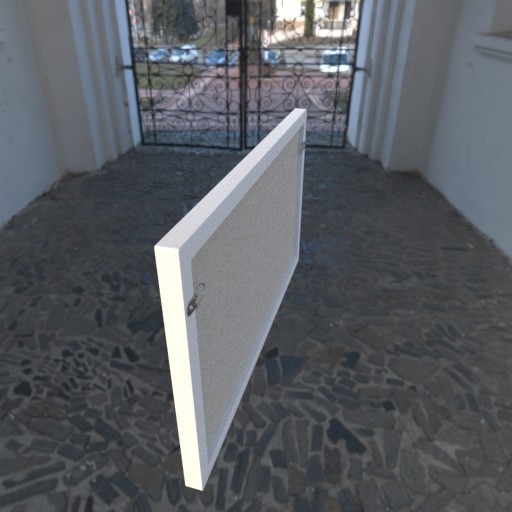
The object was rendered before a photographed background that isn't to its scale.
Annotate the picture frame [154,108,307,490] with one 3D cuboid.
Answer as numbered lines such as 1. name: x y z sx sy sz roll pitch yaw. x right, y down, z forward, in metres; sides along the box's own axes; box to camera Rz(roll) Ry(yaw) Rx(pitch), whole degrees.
1. picture frame: 0.000 0.000 0.785 0.044 0.379 0.647 8 31 14
